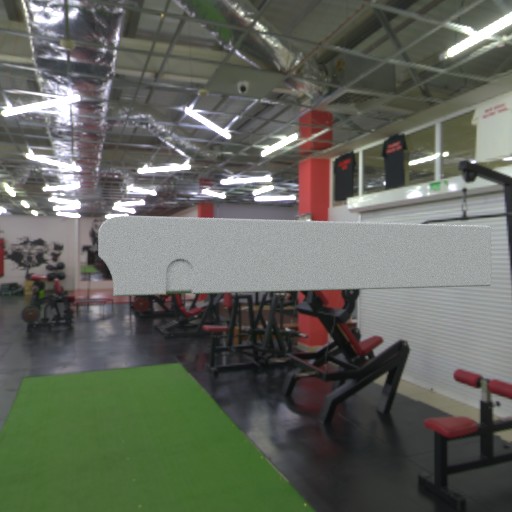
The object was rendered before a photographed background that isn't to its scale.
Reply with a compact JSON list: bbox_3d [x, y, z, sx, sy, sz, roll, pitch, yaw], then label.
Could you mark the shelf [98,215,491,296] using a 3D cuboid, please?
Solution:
[{"bbox_3d":[0.000,0.000,0.464,0.310,0.050,0.310,0,0,-19],"label":"shelf"}]
